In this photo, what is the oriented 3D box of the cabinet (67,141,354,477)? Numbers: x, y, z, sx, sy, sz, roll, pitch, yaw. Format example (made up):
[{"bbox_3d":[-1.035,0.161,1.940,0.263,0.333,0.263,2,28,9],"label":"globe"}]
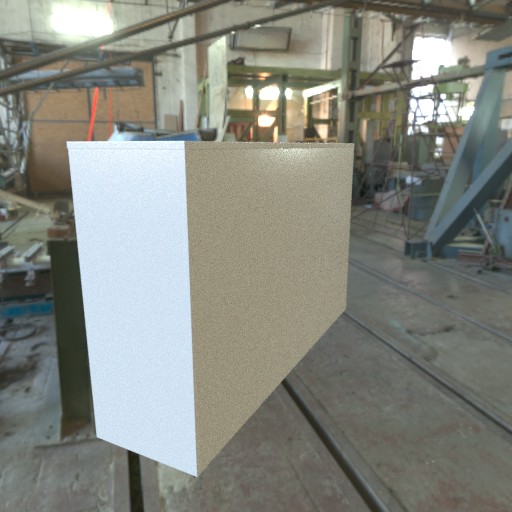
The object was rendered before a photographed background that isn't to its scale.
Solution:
[{"bbox_3d":[0.000,0.000,1.820,0.380,0.900,1.450,7,16,26],"label":"cabinet"}]
